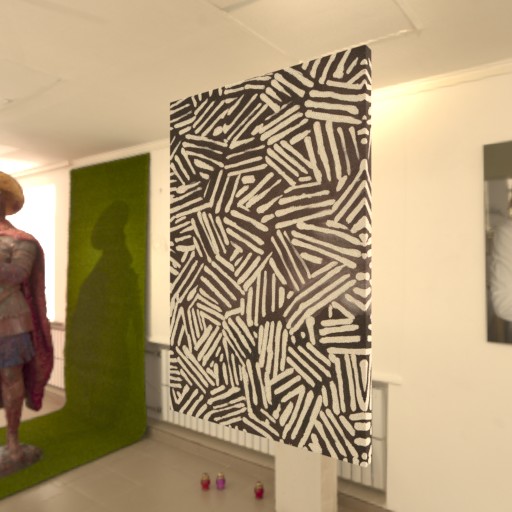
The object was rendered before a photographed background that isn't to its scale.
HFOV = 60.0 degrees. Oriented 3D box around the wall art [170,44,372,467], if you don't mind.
[{"bbox_3d":[0.000,0.000,1.154,0.615,0.918,0.035,0,0,36],"label":"wall art"}]
